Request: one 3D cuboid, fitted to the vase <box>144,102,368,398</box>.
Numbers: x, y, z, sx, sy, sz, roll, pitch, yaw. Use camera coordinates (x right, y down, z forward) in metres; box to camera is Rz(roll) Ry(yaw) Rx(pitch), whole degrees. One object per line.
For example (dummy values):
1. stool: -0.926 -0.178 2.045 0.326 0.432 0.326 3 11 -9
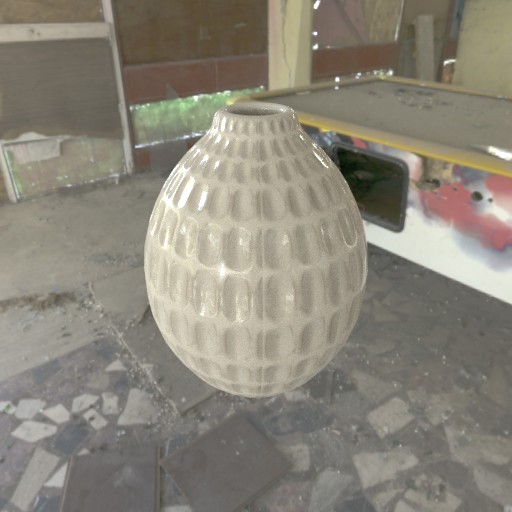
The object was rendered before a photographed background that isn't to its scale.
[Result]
1. vase: 0.000 0.000 0.259 0.128 0.167 0.128 0 30 0
